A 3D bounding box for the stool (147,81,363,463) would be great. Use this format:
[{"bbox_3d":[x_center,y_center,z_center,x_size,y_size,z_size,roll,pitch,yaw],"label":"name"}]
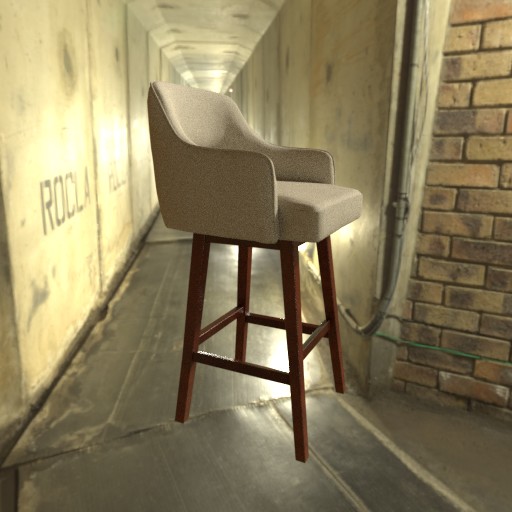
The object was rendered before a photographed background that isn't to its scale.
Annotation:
[{"bbox_3d":[0.000,0.000,1.397,0.560,1.041,0.550,7,16,25],"label":"stool"}]
